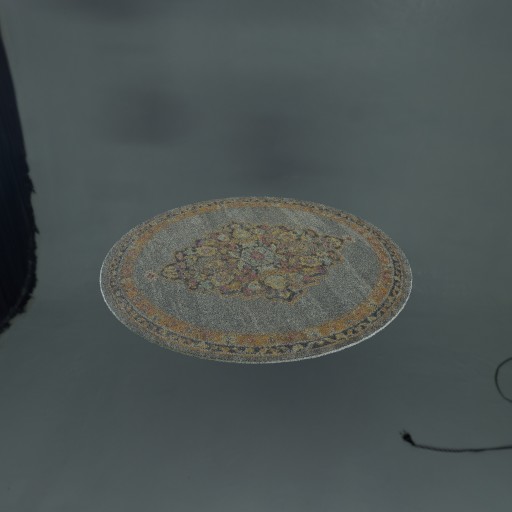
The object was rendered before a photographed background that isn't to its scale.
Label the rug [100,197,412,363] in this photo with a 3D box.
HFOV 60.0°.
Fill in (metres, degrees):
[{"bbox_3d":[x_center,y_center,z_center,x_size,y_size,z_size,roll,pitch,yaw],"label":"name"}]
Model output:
[{"bbox_3d":[0.000,0.000,2.371,1.598,0.010,1.598,0,31,0],"label":"rug"}]
